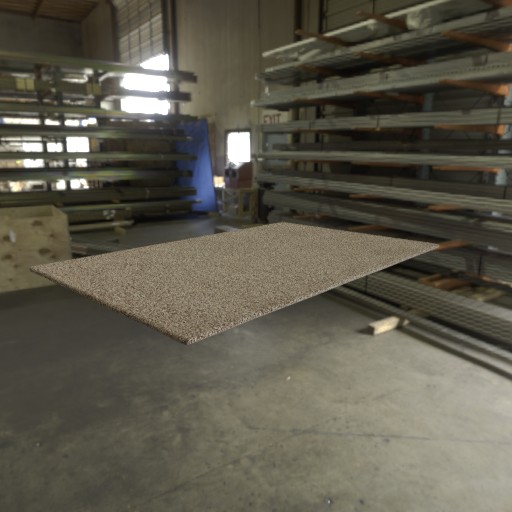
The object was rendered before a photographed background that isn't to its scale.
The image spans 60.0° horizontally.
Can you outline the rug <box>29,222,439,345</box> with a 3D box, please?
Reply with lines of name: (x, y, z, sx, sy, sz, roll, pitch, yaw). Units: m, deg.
rug: (0.000, 0.000, 3.454, 1.778, 0.030, 2.743, 12, 18, 42)
